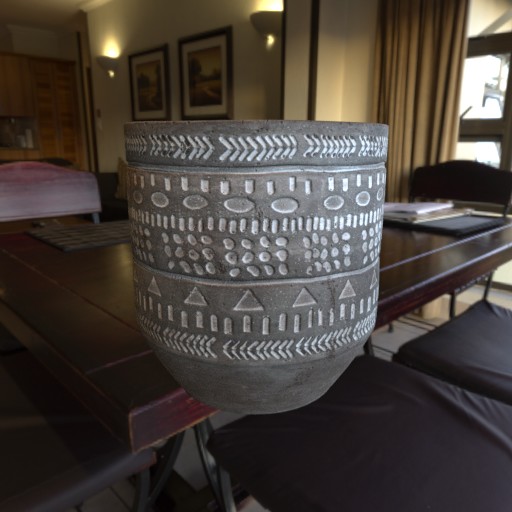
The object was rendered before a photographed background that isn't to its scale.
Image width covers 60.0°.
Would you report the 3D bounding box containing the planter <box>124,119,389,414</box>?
[{"bbox_3d":[0.000,0.000,0.263,0.142,0.149,0.142,0,14,0],"label":"planter"}]
